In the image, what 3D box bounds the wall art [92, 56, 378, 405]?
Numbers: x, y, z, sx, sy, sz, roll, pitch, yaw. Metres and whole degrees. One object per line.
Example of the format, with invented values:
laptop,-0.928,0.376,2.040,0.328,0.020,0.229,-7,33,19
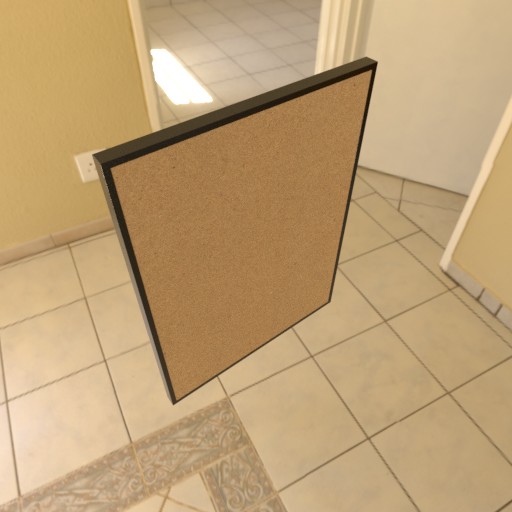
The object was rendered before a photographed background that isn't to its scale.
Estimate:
wall art,0.000,0.000,1.413,0.788,1.046,0.043,-29,53,-25
